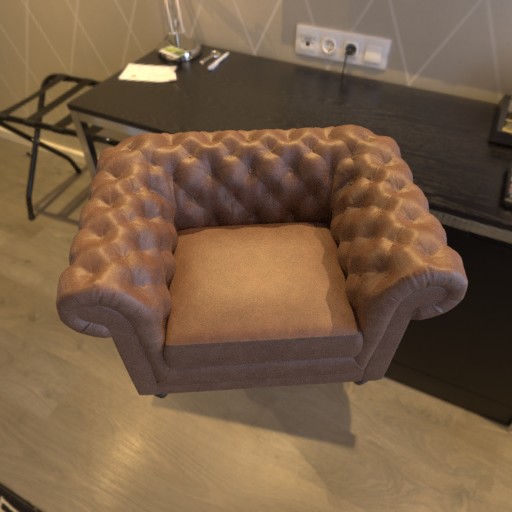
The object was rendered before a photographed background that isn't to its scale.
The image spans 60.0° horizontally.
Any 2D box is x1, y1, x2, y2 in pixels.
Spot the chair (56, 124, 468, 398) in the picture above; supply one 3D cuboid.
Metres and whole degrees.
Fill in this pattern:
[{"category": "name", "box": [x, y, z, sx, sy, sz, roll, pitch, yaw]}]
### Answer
[{"category": "chair", "box": [0.000, 0.000, 1.873, 1.298, 0.784, 0.954, -3, 46, -3]}]
